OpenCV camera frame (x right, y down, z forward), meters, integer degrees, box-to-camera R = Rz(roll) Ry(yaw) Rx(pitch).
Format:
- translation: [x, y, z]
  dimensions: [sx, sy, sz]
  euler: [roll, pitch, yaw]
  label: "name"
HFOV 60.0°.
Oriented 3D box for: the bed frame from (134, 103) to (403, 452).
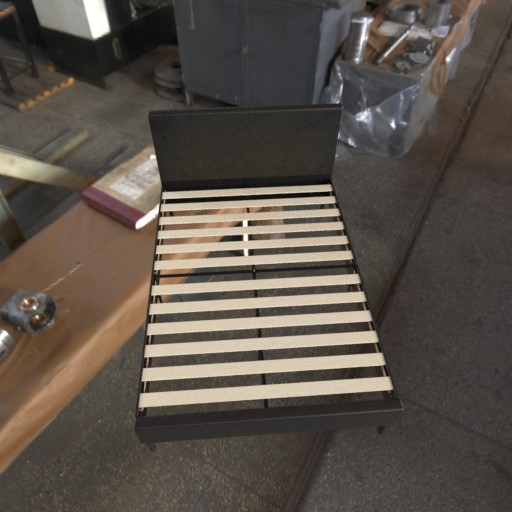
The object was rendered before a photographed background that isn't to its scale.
- translation: [0.000, 0.000, 3.016]
  dimensions: [1.469, 1.046, 2.152]
  euler: [-3, 47, -3]
  label: "bed frame"
